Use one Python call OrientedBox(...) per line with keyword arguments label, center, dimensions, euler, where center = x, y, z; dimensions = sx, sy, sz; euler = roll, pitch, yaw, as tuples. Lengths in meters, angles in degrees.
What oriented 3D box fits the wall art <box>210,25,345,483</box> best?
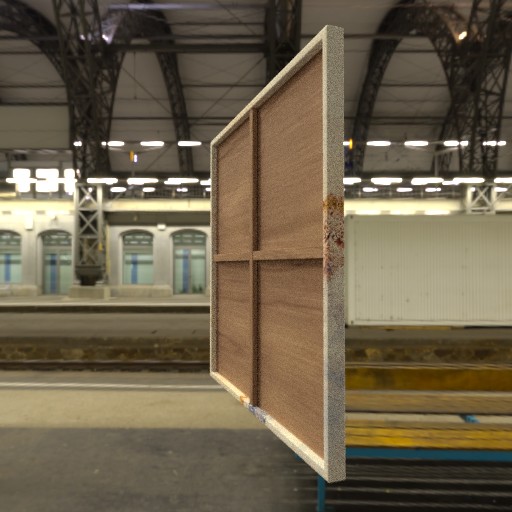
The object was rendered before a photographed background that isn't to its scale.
OrientedBox(label="wall art", center=(0.000, 0.000, 1.279), dimensions=(0.038, 0.889, 0.889), euler=(0, -1, -21))
